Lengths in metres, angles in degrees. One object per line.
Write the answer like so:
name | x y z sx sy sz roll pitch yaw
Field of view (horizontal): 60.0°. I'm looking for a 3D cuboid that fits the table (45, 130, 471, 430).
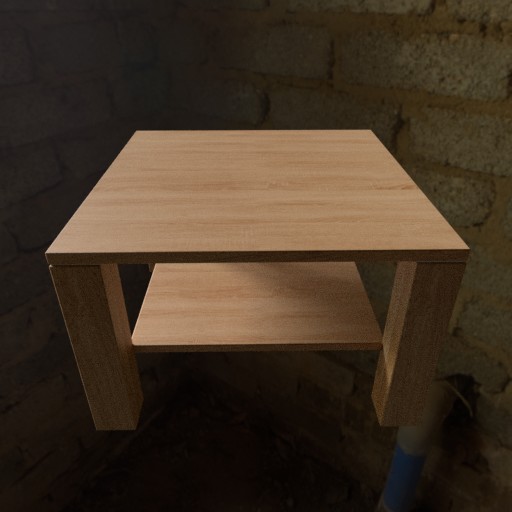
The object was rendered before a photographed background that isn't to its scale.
table | 0.000 0.000 1.142 0.700 0.450 0.700 0 32 -1
